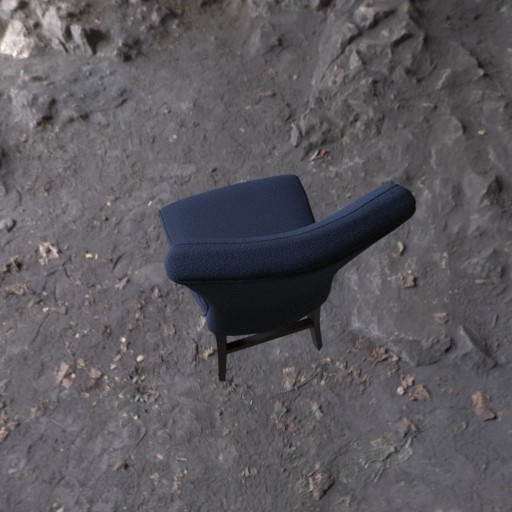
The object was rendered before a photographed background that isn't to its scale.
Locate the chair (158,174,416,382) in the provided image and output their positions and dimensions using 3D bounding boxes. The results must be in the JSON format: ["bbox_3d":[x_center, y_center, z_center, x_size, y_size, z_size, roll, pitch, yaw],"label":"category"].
[{"bbox_3d":[0.000,0.000,1.386,0.520,0.991,0.660,-16,60,-9],"label":"chair"}]
